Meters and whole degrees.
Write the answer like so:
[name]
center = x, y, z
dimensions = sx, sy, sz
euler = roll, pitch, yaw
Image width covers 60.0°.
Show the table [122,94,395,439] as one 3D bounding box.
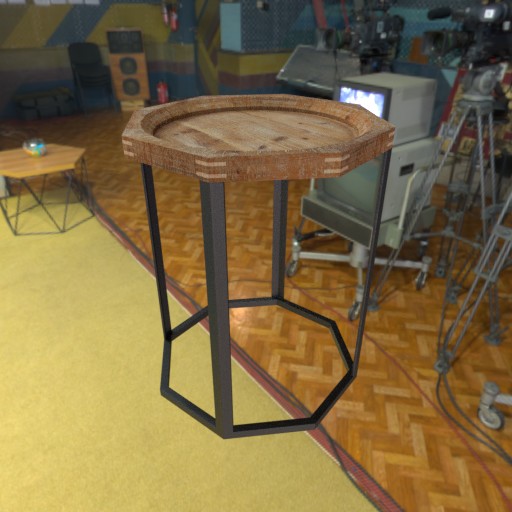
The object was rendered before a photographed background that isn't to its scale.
[table]
center = 0.000, 0.000, 0.890
dimensions = 0.458, 0.543, 0.458
euler = 8, 31, 13
